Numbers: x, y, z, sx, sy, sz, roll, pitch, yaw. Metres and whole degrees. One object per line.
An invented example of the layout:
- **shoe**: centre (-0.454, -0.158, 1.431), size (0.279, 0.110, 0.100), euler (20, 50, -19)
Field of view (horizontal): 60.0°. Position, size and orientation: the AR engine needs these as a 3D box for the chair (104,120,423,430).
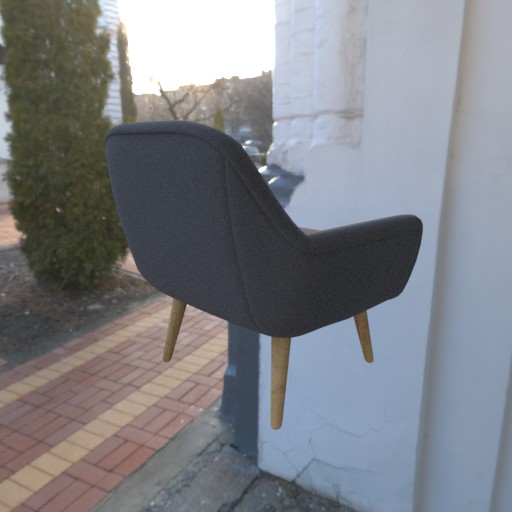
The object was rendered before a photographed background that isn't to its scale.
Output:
- **chair**: centre (0.000, 0.000, 1.407), size (0.779, 0.800, 0.770), euler (-14, 20, -43)
